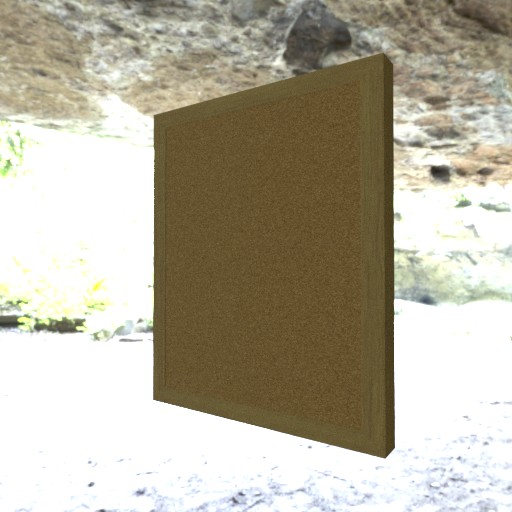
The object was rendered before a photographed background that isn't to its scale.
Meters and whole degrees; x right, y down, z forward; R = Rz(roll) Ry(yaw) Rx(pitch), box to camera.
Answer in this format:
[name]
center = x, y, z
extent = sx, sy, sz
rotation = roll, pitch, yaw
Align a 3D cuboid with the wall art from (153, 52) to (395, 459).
[wall art]
center = 0.000, 0.000, 0.515
extent = 0.312, 0.380, 0.030
rotation = -1, -1, 34
